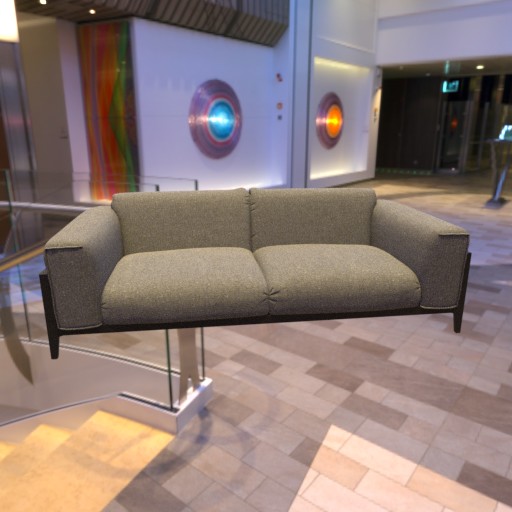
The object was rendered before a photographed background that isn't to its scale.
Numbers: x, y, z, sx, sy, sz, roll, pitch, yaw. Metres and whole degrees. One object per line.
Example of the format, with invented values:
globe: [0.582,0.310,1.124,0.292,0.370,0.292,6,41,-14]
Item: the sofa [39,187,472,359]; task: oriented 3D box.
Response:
sofa: [0.000,0.000,2.617,2.125,0.703,0.985,-2,17,-7]
